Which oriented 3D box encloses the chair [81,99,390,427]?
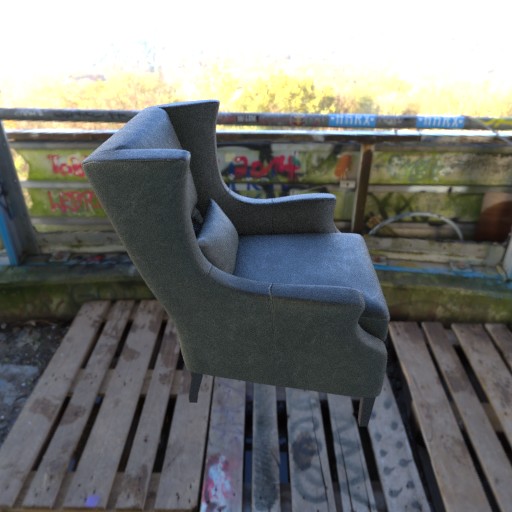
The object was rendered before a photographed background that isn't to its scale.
[{"bbox_3d":[0.000,0.000,1.702,0.926,1.016,0.853,1,31,2],"label":"chair"}]
